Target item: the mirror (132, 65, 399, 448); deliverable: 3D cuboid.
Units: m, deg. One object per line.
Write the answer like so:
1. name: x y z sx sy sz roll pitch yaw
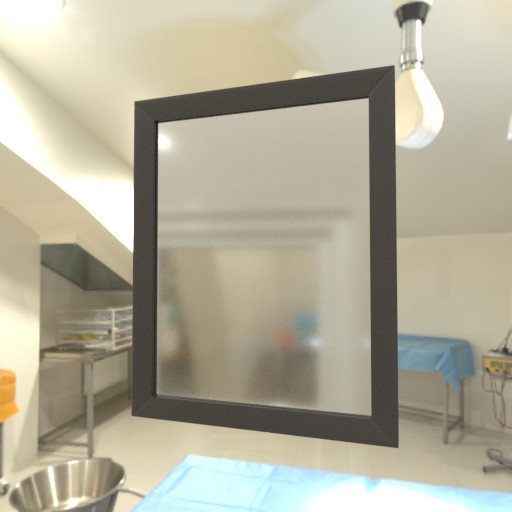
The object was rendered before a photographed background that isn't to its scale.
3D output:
1. mirror: 0.000 0.000 0.669 0.405 0.508 0.041 -1 -2 18
